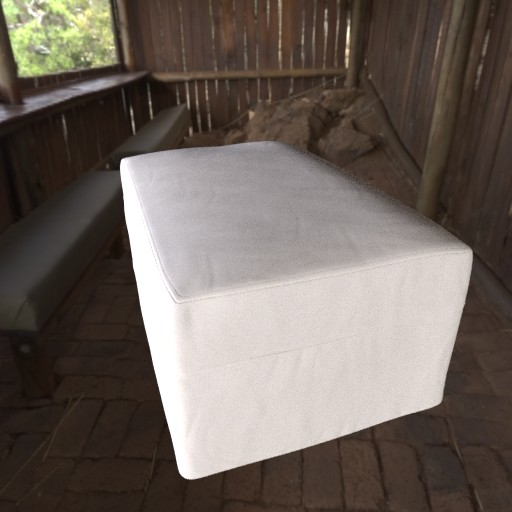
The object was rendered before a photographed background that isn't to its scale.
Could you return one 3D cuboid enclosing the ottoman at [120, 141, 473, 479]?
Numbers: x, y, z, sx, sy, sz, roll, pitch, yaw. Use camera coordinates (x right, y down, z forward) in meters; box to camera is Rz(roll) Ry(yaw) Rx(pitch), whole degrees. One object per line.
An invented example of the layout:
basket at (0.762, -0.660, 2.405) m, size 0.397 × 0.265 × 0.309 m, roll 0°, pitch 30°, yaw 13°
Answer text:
ottoman at (0.000, 0.000, 1.137) m, size 0.590 × 0.444 × 0.872 m, roll -9°, pitch 29°, yaw -17°
